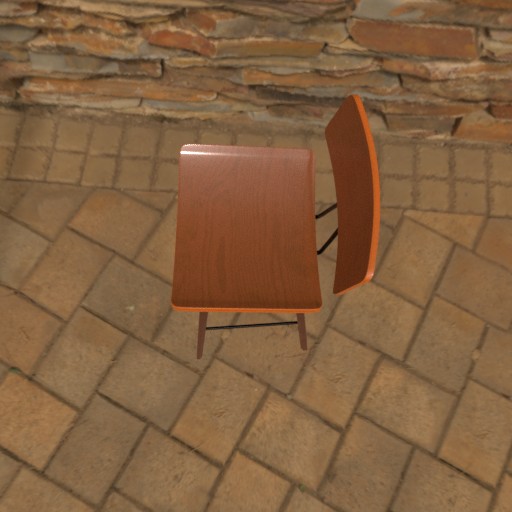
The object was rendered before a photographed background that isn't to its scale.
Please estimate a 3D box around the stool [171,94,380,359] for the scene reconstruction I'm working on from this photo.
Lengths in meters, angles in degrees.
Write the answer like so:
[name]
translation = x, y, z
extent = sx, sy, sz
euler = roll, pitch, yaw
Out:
[stool]
translation = 0.000, 0.000, 1.255
extent = 0.440, 0.969, 0.509
euler = 0, 73, 0
